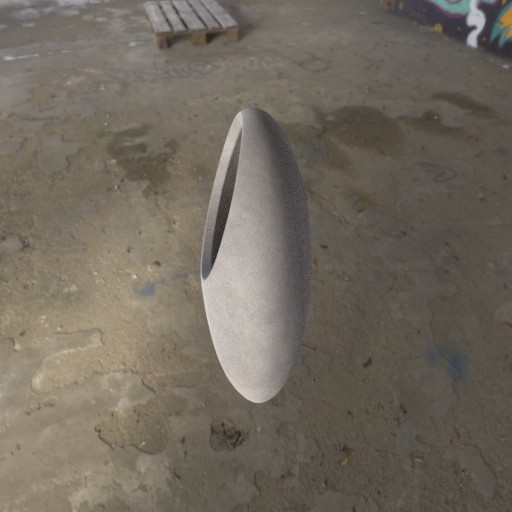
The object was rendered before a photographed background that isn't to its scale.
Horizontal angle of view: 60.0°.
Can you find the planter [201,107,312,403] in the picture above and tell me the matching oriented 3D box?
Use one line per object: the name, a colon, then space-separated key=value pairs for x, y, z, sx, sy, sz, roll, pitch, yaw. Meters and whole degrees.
planter: x=0.000 y=0.000 z=0.298 sx=0.071 sy=0.188 sz=0.185 roll=0 pitch=42 yaw=0
